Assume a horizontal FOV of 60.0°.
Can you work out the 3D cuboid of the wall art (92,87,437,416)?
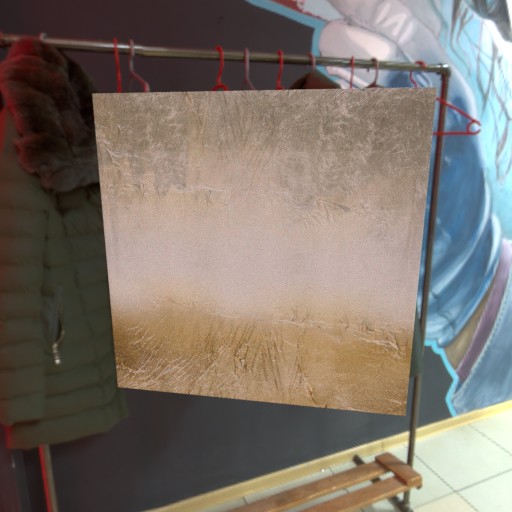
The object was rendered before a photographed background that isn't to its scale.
[{"bbox_3d":[0.000,0.000,0.584,0.405,0.407,0.038,3,15,10],"label":"wall art"}]
